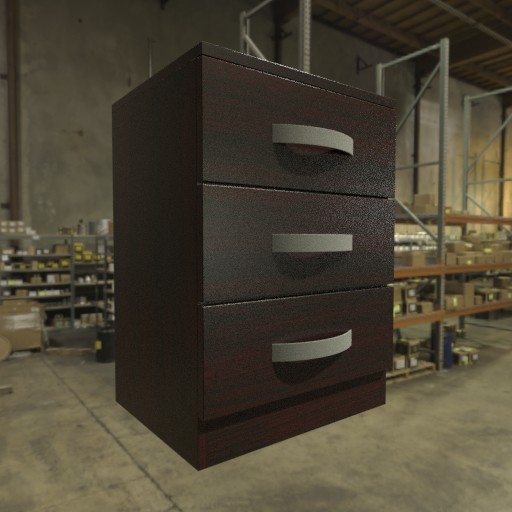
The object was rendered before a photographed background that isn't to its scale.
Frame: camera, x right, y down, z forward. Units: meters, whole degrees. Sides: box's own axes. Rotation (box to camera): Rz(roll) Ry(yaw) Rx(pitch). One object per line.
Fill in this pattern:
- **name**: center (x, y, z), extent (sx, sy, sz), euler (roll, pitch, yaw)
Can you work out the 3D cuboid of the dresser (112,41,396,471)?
- **dresser**: center (0.000, 0.000, 0.810), extent (0.400, 0.560, 0.360), euler (-2, 3, -37)
